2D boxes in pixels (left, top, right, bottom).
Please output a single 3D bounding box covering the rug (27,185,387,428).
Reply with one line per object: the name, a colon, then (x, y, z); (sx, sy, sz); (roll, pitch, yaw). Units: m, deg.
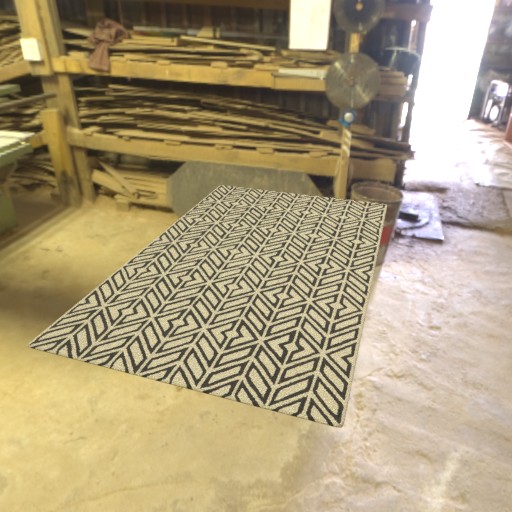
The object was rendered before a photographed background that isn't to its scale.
rug: (0.000, 0.000, 2.936); (1.523, 0.008, 2.438); (9, 30, 16)
